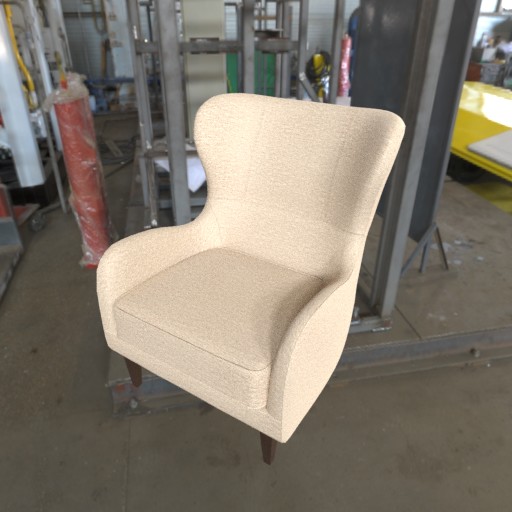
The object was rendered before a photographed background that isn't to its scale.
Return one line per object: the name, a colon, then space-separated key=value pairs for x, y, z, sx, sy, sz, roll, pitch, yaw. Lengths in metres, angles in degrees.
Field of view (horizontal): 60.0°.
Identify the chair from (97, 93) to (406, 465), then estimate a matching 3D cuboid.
chair: x=0.000 y=0.000 z=1.759 sx=0.861 sy=1.064 sz=0.984 roll=18 pitch=35 yaw=28
